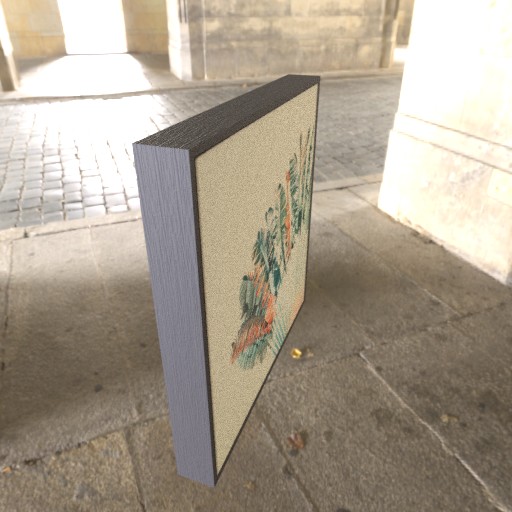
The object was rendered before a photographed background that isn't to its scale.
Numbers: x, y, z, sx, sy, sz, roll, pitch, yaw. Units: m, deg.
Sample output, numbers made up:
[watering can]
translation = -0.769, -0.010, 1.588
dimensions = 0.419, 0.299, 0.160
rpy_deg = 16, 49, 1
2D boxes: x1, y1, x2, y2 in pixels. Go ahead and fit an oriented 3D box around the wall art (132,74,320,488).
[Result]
[wall art]
translation = 0.000, 0.000, 0.443
dimensions = 0.036, 0.300, 0.302
rpy_deg = 11, 31, 18
